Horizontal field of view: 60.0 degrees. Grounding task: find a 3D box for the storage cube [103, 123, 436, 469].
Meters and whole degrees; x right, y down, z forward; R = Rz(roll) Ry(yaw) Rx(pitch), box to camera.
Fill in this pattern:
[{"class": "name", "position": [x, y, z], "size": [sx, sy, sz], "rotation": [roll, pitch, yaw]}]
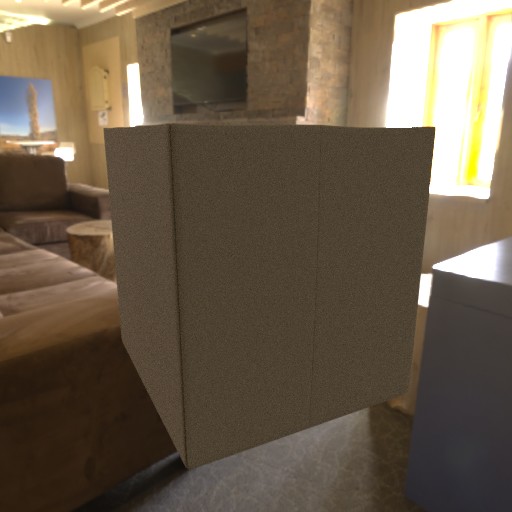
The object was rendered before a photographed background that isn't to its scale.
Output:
[{"class": "storage cube", "position": [0.000, 0.000, 0.502], "size": [0.270, 0.280, 0.270], "rotation": [-8, 17, -26]}]
